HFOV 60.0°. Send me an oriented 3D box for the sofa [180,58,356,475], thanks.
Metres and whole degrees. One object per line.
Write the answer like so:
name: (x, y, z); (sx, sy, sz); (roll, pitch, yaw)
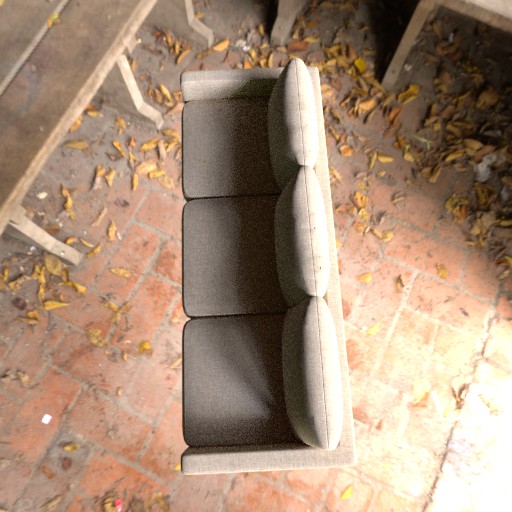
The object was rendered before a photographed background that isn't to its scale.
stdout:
sofa: (0.000, 0.000, 2.579); (0.859, 0.874, 2.218); (-3, 75, -1)
